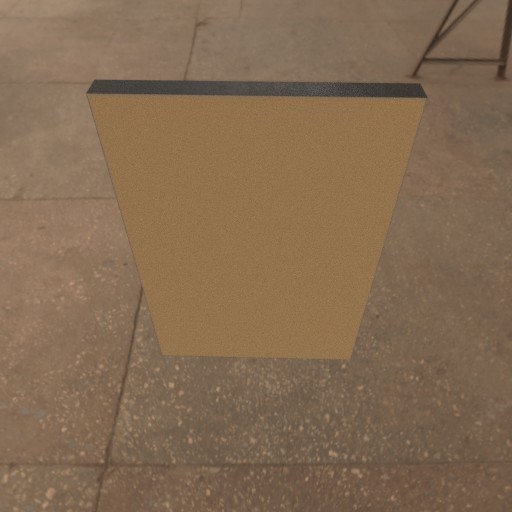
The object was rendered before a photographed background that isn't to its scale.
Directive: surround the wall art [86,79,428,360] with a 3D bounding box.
[{"bbox_3d":[0.000,0.000,0.582,0.313,0.457,0.031,1,46,1],"label":"wall art"}]
